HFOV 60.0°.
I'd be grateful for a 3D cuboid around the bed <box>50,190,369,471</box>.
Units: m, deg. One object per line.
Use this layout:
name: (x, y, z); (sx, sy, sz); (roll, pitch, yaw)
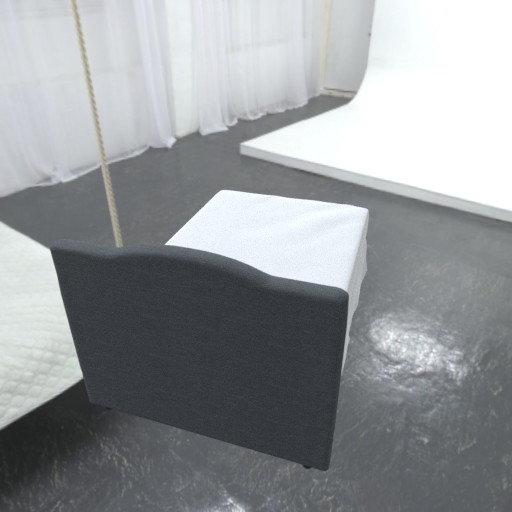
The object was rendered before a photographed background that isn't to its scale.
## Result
bed: (0.000, 0.000, 3.610); (1.747, 1.441, 2.507); (10, 32, 16)
